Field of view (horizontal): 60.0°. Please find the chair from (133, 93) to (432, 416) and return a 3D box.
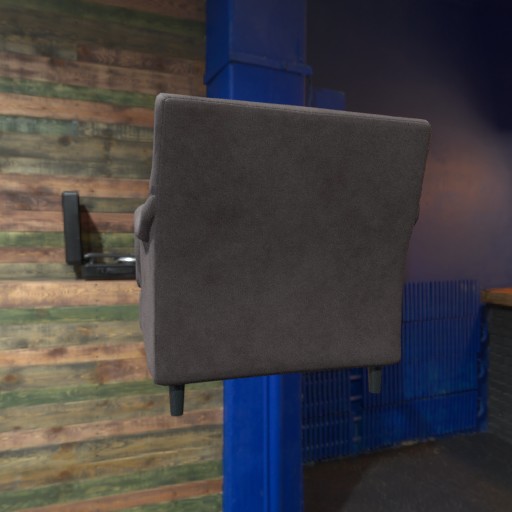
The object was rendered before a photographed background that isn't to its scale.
[{"bbox_3d":[0.000,0.000,1.809,0.955,0.997,1.070,0,1,-17],"label":"chair"}]
